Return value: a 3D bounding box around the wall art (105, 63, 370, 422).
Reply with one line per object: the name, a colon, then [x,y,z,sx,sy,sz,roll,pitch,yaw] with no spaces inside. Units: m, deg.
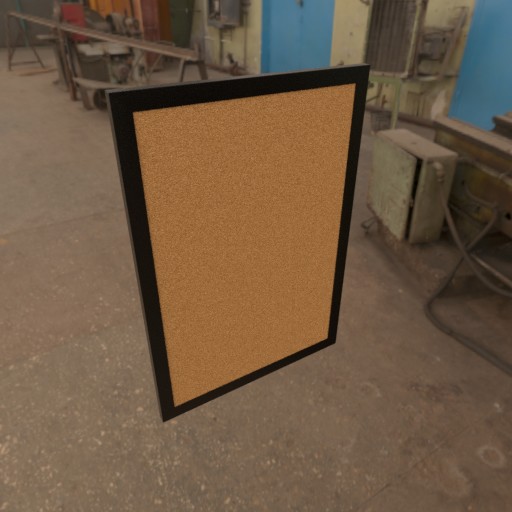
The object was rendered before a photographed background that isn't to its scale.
wall art: [0.000,0.000,0.858,0.462,0.656,0.019,-18,36,-26]
